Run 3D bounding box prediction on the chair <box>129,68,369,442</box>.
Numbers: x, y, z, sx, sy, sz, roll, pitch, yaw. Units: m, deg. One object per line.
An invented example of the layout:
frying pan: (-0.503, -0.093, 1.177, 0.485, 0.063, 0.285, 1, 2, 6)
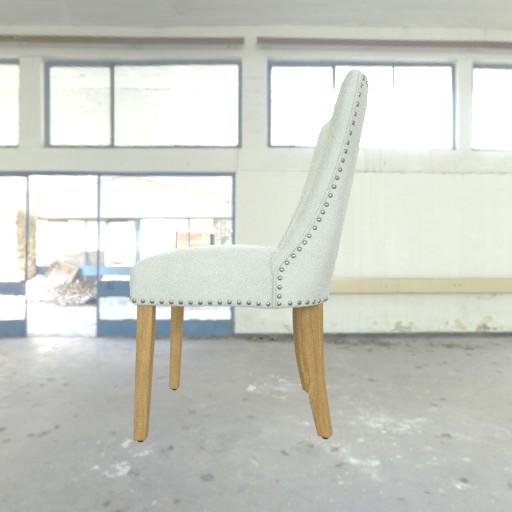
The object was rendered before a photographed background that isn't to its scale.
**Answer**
chair: (0.000, 0.000, 1.286, 0.610, 0.902, 0.495, 0, 0, 1)
